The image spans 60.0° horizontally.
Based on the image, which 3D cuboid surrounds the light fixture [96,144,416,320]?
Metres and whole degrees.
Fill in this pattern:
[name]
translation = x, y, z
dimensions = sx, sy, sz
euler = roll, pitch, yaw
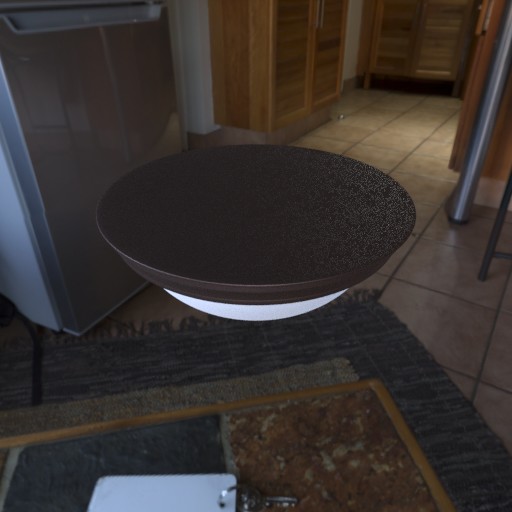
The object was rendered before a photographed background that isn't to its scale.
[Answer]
[light fixture]
translation = 0.000, 0.000, 0.440
dimensions = 0.280, 0.135, 0.280
euler = 0, 33, 0
